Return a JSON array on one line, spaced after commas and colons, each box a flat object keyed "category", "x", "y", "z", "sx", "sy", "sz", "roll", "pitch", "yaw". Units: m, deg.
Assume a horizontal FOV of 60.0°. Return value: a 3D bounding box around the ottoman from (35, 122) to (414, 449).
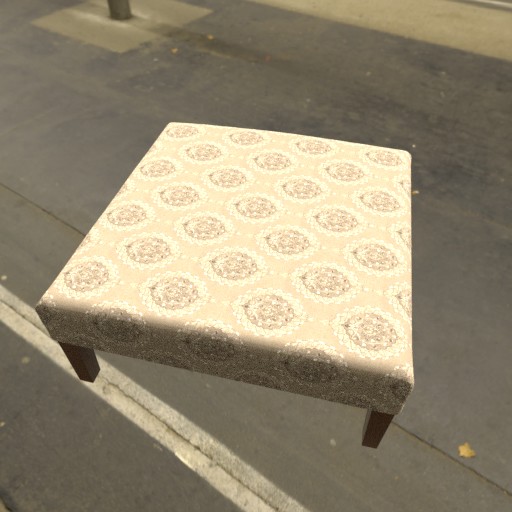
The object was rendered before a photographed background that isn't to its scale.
[{"category": "ottoman", "x": 0.000, "y": 0.000, "z": 1.398, "sx": 0.890, "sy": 0.411, "sz": 0.889, "roll": 10, "pitch": 47, "yaw": 9}]
